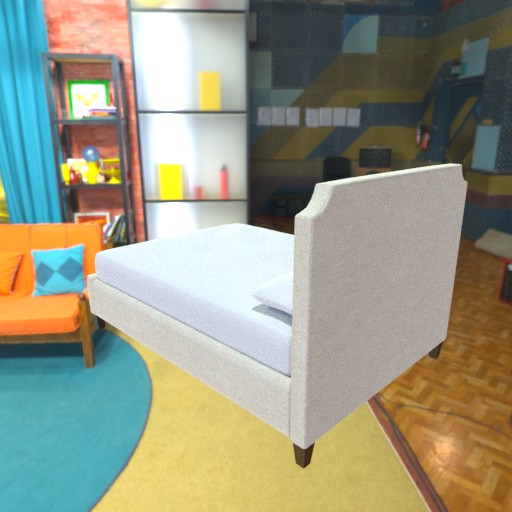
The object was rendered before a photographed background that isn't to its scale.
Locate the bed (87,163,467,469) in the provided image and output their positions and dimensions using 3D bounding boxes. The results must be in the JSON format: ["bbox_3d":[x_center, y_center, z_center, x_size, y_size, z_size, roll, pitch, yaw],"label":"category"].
[{"bbox_3d":[0.000,0.000,3.418,1.713,1.457,2.381,-16,23,-43],"label":"bed"}]
